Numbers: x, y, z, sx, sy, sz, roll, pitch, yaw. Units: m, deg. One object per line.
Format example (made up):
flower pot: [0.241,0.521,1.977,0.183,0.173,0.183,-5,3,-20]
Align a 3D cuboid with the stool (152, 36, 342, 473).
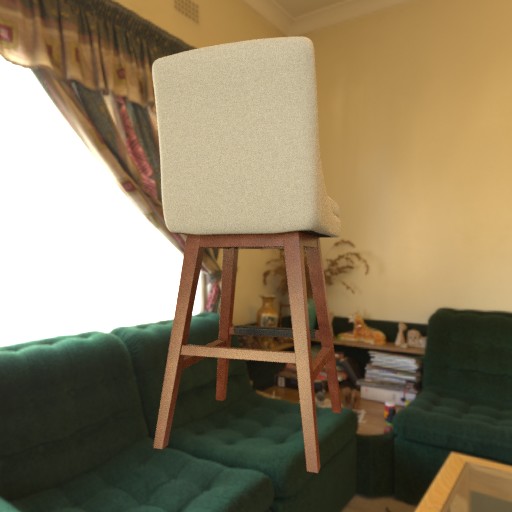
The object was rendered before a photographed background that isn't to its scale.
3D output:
stool: [0.000,0.000,1.390,0.470,1.092,0.559,0,0,18]
